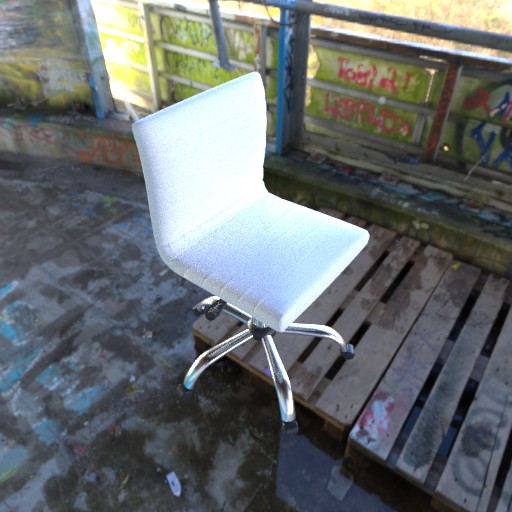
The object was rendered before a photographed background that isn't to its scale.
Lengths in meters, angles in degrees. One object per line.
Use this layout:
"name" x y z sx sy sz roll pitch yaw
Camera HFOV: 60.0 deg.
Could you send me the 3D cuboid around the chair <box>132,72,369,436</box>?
"chair" 0.000 0.000 1.152 0.530 0.780 0.556 27 48 28
